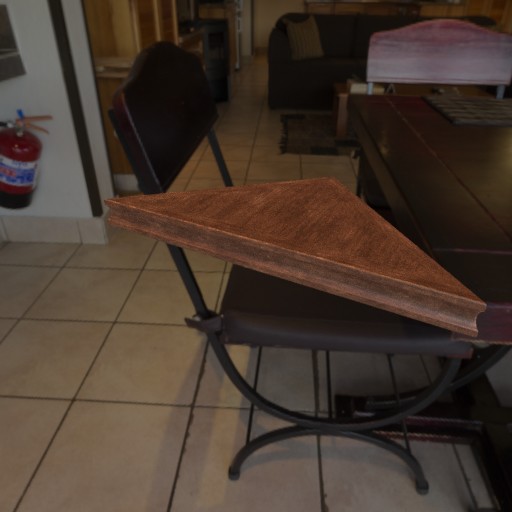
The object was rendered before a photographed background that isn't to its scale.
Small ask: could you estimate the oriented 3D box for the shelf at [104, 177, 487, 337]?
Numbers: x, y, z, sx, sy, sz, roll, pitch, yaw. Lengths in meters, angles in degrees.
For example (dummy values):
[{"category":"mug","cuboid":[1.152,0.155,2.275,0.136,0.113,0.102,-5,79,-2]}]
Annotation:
[{"category":"shelf","cuboid":[0.000,0.000,0.446,0.296,0.035,0.296,-8,31,-13]}]
